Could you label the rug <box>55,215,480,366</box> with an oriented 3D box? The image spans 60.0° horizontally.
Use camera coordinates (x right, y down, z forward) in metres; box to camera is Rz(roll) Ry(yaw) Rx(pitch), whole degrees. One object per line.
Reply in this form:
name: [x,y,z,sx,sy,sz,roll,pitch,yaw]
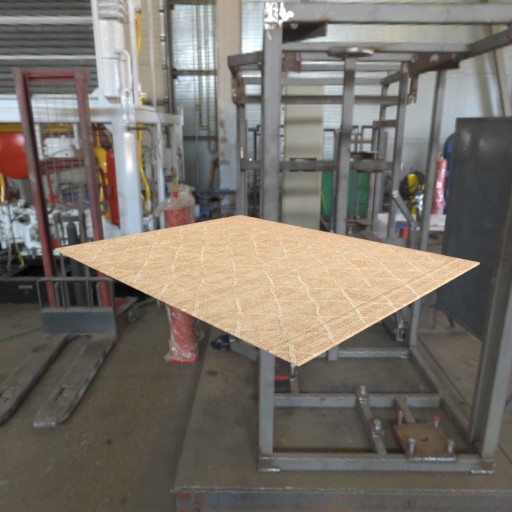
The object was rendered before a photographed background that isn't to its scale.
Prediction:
rug: [0.000,0.000,4.039,2.420,0.019,3.039,-15,22,-43]
